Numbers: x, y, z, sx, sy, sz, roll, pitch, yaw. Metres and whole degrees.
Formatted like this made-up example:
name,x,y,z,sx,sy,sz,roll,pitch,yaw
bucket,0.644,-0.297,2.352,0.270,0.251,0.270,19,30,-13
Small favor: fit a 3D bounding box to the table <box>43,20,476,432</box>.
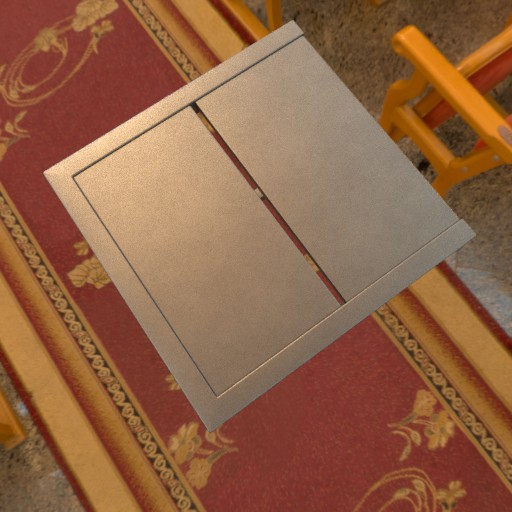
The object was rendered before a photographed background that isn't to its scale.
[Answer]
name,x,y,z,sx,sy,sz,roll,pitch,yaw
table,0.000,0.000,0.883,0.420,0.609,0.405,-35,79,-8
